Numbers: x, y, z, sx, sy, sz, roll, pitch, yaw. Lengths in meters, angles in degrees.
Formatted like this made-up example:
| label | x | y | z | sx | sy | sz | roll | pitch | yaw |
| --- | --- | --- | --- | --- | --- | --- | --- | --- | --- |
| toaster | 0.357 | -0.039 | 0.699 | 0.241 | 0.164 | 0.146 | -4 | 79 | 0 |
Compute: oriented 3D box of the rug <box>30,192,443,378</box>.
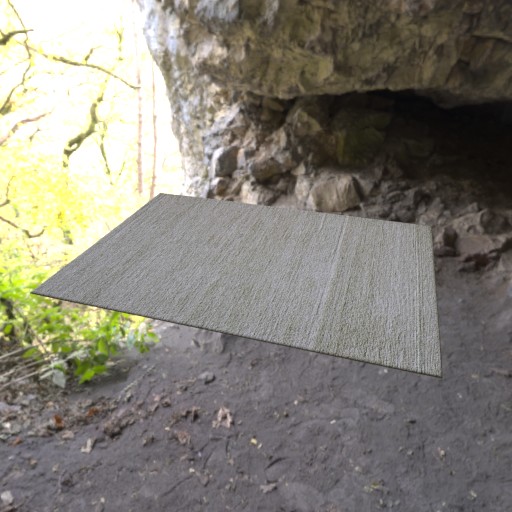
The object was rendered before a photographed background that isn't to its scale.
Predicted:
| label | x | y | z | sx | sy | sz | roll | pitch | yaw |
| --- | --- | --- | --- | --- | --- | --- | --- | --- | --- |
| rug | 0.000 | 0.000 | 2.959 | 2.270 | 0.017 | 1.606 | 9 | 31 | 15 |
